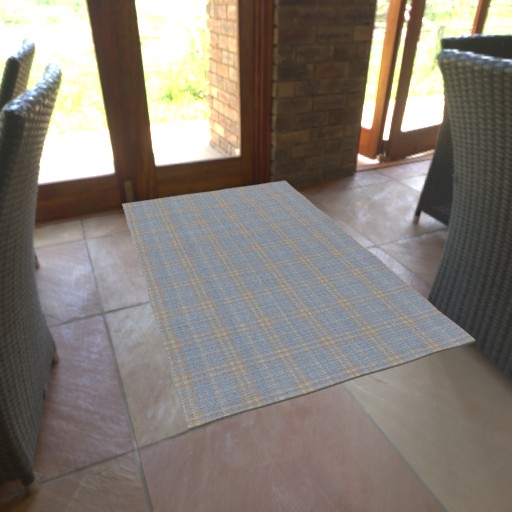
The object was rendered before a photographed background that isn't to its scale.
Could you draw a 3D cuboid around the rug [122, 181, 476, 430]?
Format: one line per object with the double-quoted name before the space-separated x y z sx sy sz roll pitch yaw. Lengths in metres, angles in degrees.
"rug" 0.000 0.000 3.072 1.545 0.016 2.460 -11 33 -18
